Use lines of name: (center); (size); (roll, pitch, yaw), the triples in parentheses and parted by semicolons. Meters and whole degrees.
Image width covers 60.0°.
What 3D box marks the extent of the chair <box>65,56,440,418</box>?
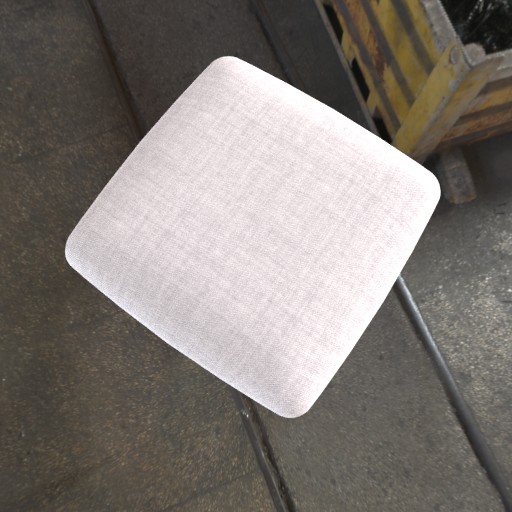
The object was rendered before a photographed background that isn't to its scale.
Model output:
chair: (0.000, 0.000, 0.698); (0.350, 0.440, 0.350); (34, 78, 8)
